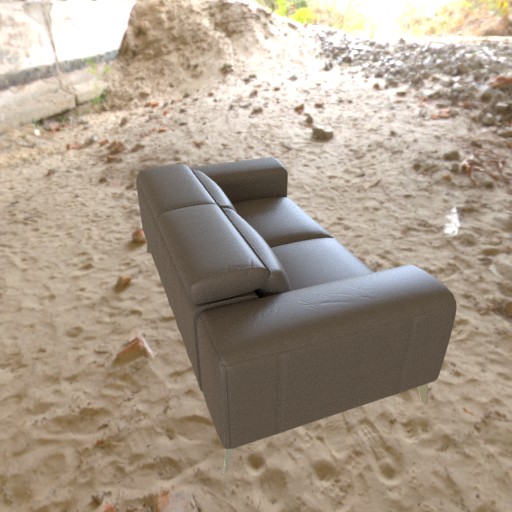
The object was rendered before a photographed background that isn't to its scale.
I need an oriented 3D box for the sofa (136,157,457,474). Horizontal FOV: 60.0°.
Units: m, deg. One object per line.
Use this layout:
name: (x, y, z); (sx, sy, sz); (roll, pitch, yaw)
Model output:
sofa: (0.000, 0.000, 2.462); (1.024, 0.753, 1.930); (-11, 32, -18)
